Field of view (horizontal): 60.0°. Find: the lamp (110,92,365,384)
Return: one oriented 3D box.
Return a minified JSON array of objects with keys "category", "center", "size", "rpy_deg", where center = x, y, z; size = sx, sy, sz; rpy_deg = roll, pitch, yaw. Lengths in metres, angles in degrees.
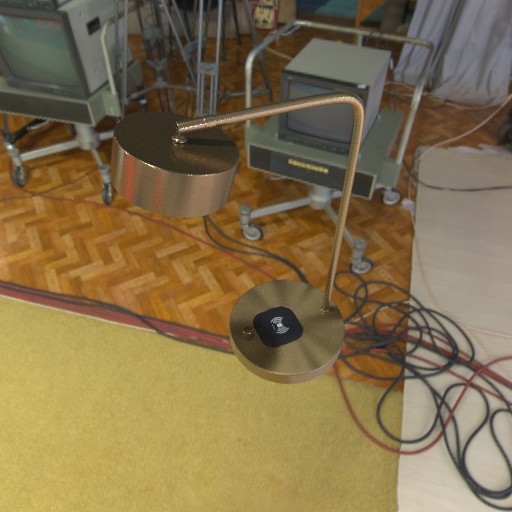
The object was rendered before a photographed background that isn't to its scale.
[{"category":"lamp","center":[0.000,0.000,0.525],"size":[0.270,0.380,0.171],"rpy_deg":[-17,49,-16]}]
